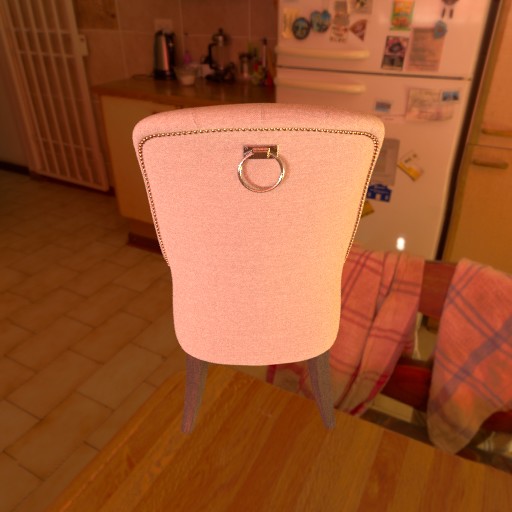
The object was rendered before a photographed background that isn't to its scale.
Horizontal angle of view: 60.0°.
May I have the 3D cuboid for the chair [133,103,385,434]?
[{"bbox_3d":[0.000,0.000,1.481,0.634,1.091,0.629,-1,31,-2],"label":"chair"}]
